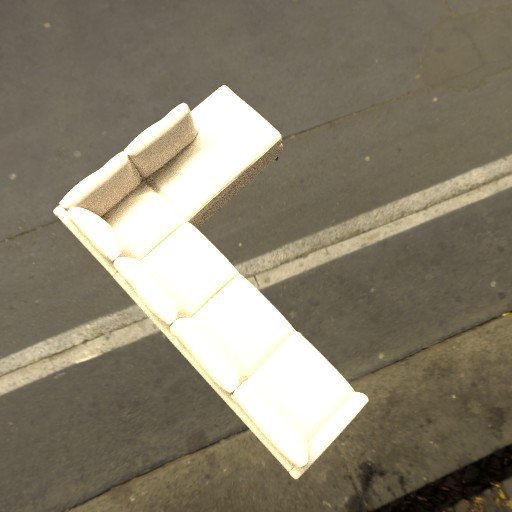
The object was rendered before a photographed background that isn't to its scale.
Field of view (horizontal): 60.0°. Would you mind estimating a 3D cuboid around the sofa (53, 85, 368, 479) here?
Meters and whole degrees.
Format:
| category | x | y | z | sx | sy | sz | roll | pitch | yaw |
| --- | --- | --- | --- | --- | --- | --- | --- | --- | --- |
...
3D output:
| category | x | y | z | sx | sy | sz | roll | pitch | yaw |
| --- | --- | --- | --- | --- | --- | --- | --- | --- | --- |
| sofa | 0.000 | 0.000 | 3.838 | 2.007 | 0.815 | 2.949 | -43 | 78 | -11 |
